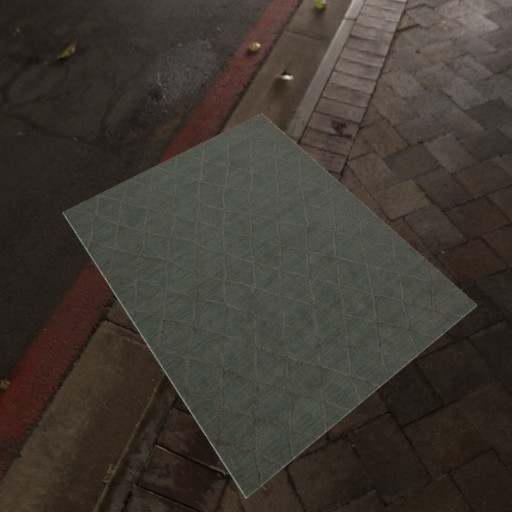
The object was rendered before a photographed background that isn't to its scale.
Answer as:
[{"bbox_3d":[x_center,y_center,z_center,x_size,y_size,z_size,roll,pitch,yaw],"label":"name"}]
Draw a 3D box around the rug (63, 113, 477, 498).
[{"bbox_3d":[0.000,0.000,4.030,2.420,0.019,3.039,-32,63,-19],"label":"rug"}]
